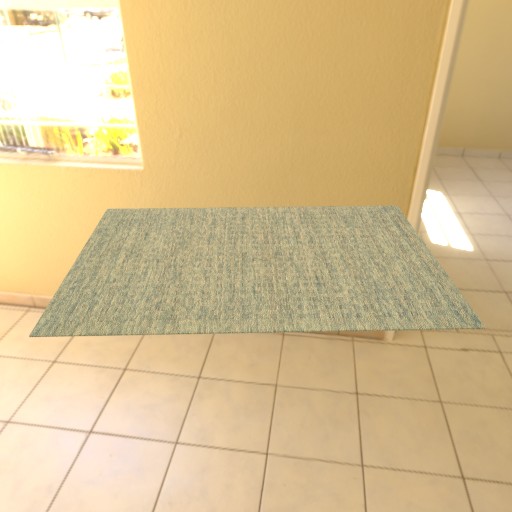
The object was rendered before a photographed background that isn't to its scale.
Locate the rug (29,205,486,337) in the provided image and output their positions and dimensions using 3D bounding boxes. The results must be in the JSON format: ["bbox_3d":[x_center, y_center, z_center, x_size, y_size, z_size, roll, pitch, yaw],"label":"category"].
[{"bbox_3d":[0.000,0.000,2.190,1.752,0.006,1.142,-1,31,-1],"label":"rug"}]
